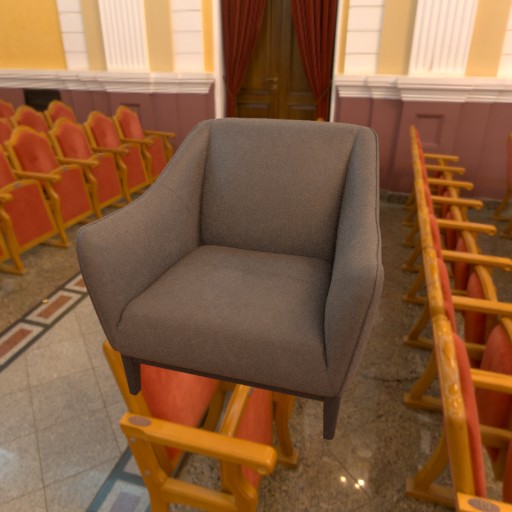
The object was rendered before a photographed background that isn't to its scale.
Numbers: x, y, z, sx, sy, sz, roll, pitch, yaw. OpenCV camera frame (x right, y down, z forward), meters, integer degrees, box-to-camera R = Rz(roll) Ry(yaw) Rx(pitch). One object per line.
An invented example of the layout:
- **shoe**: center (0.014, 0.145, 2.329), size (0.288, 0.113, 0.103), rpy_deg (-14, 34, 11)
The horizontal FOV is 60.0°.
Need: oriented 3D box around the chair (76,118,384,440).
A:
- **chair**: center (0.000, 0.000, 1.584), size (0.871, 0.830, 0.852), rpy_deg (7, 27, 15)
